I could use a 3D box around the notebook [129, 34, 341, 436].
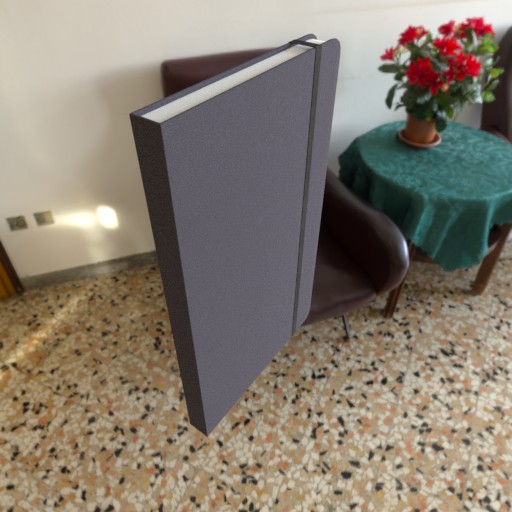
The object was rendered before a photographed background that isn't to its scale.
[{"bbox_3d":[0.000,0.000,0.257,0.016,0.213,0.127,26,47,26],"label":"notebook"}]
